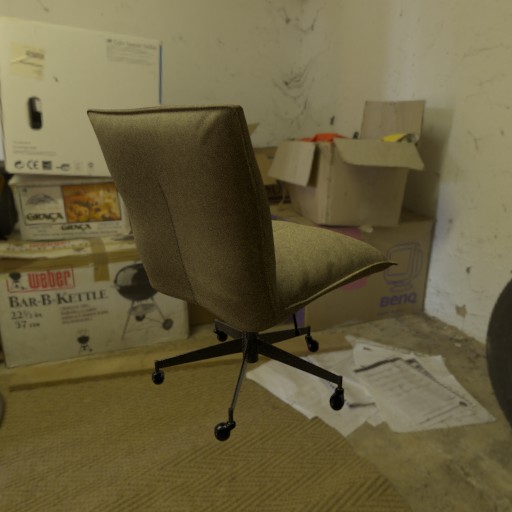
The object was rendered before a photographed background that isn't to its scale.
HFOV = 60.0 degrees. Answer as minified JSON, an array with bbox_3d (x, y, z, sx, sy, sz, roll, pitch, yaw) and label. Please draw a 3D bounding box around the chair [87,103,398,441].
[{"bbox_3d":[0.000,0.000,1.287,0.696,0.811,0.597,-15,22,-42],"label":"chair"}]
